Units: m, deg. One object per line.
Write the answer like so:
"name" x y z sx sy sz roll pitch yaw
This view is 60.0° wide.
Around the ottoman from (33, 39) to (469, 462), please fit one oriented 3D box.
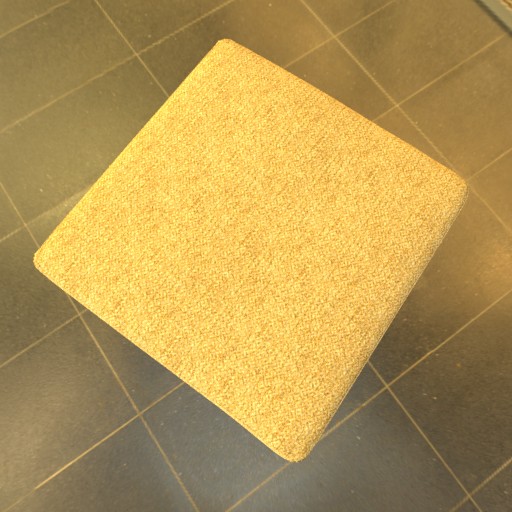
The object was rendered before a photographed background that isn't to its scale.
"ottoman" 0.000 0.000 0.867 0.505 0.441 0.512 34 77 9
